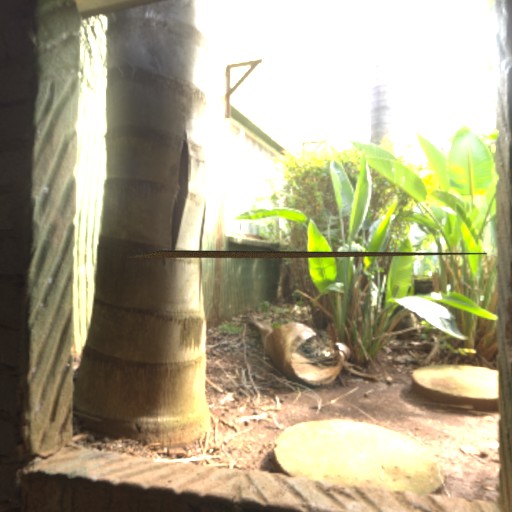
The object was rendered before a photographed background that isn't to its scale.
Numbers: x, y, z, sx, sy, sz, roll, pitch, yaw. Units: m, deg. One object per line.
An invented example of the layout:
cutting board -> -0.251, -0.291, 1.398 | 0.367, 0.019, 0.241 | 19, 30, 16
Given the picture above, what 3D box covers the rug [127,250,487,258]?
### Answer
rug -> 0.000, 0.000, 2.927 | 1.522, 0.006, 2.286 | 0, -1, -19
